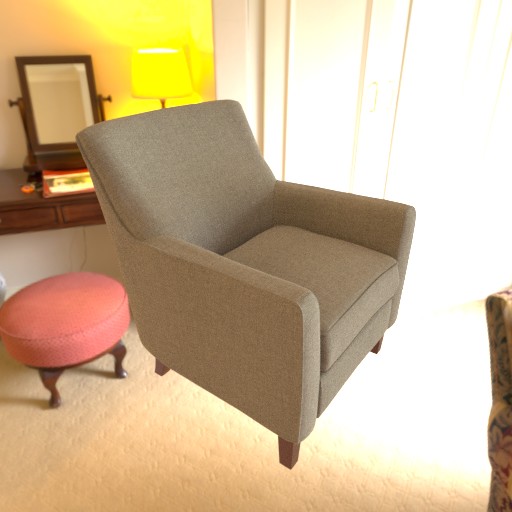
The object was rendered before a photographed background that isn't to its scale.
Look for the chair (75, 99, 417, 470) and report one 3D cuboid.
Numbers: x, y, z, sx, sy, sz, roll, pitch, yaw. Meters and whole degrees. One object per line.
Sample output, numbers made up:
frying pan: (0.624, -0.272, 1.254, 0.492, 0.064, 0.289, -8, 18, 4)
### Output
chair: (0.000, 0.000, 1.772, 0.993, 1.047, 0.887, 19, 33, 32)
